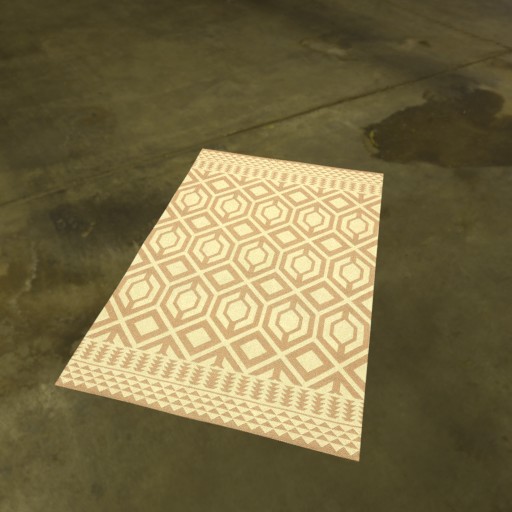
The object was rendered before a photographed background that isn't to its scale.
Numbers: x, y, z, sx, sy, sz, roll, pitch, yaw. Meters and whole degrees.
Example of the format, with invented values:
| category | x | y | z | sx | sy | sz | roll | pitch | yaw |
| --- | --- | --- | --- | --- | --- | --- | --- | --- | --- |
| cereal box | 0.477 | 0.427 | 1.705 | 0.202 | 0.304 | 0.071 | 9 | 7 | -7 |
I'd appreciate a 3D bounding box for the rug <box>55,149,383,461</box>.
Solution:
| category | x | y | z | sx | sy | sz | roll | pitch | yaw |
| --- | --- | --- | --- | --- | --- | --- | --- | --- | --- |
| rug | 0.000 | 0.000 | 2.314 | 1.219 | 0.008 | 1.829 | 10 | 46 | 10 |
